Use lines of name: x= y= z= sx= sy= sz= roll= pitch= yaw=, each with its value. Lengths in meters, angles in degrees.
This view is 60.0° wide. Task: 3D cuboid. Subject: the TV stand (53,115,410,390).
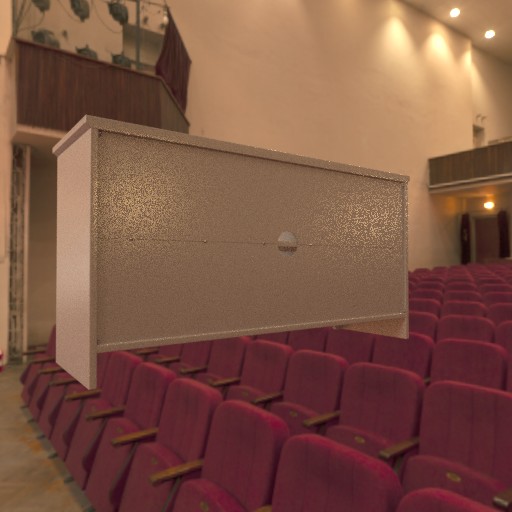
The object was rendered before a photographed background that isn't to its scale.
TV stand: x=0.000 y=0.000 z=1.447 sx=1.167 sy=0.603 sz=0.344 roll=1 pitch=-1 yaw=-36
